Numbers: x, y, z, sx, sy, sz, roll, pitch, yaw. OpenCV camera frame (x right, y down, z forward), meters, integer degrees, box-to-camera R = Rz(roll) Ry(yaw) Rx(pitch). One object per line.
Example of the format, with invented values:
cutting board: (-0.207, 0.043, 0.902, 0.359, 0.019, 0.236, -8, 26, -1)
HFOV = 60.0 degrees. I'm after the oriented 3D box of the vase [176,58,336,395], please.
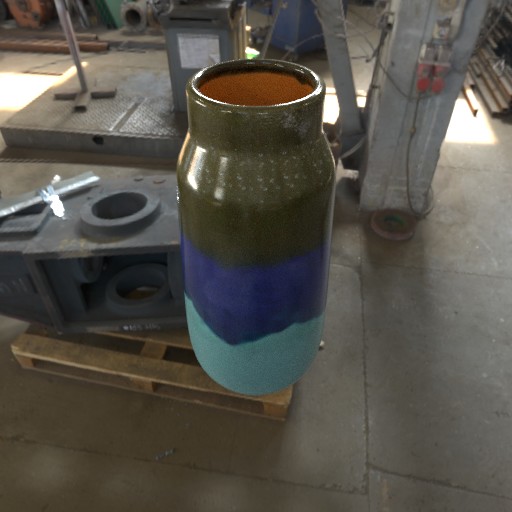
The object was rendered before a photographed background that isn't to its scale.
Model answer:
vase: (0.000, 0.000, 0.397, 0.139, 0.313, 0.139, 0, 42, 0)
